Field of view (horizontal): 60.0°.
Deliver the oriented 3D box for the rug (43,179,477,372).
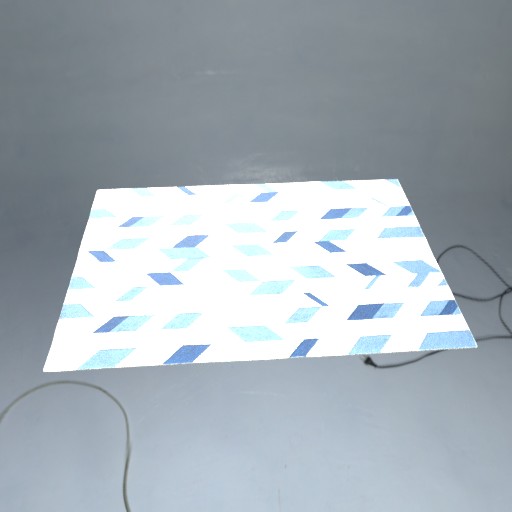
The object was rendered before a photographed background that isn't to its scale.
[{"bbox_3d":[0.000,0.000,2.254,1.813,0.006,1.202,-3,46,-2],"label":"rug"}]
